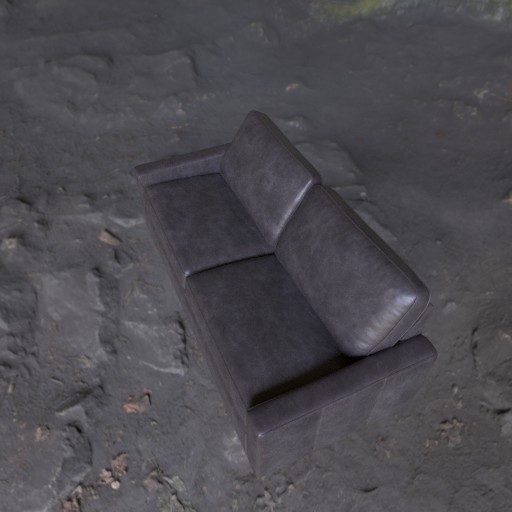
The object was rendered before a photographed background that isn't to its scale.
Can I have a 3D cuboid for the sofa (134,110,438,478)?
[{"bbox_3d":[0.000,0.000,2.632,0.939,0.916,2.081,-18,49,-17],"label":"sofa"}]
